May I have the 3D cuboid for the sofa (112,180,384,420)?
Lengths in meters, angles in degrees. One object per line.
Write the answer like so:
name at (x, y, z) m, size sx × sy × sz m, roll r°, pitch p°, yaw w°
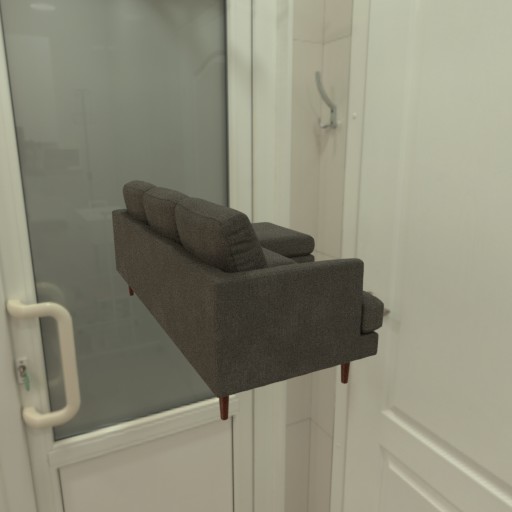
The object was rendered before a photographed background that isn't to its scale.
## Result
sofa at (0.000, 0.000, 3.048) m, size 1.504 × 0.956 × 2.233 m, roll -7°, pitch 16°, yaw -27°
